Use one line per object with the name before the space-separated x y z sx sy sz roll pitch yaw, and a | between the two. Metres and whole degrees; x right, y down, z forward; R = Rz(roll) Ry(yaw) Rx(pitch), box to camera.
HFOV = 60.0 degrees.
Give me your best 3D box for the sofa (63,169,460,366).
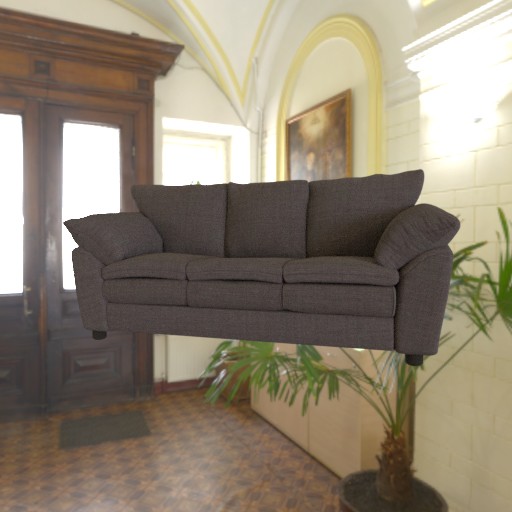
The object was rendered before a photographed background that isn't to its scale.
sofa | 0.000 0.000 2.858 2.336 1.080 0.883 1 2 19
